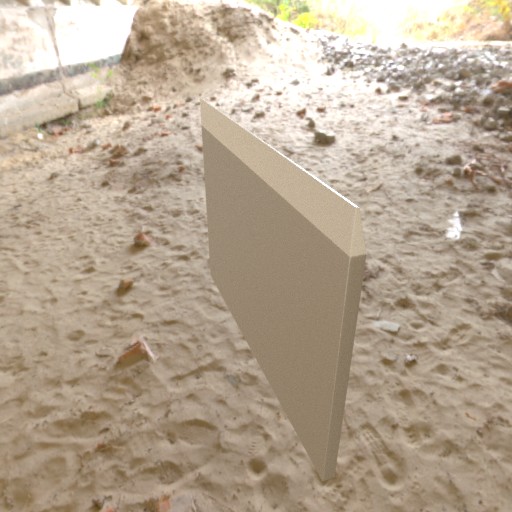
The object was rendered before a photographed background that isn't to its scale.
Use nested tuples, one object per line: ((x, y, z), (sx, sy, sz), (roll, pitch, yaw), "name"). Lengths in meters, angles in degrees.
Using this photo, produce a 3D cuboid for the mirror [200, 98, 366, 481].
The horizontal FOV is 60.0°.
((0.000, 0.000, 1.139), (0.030, 0.630, 0.870), (-11, 32, -18), "mirror")
